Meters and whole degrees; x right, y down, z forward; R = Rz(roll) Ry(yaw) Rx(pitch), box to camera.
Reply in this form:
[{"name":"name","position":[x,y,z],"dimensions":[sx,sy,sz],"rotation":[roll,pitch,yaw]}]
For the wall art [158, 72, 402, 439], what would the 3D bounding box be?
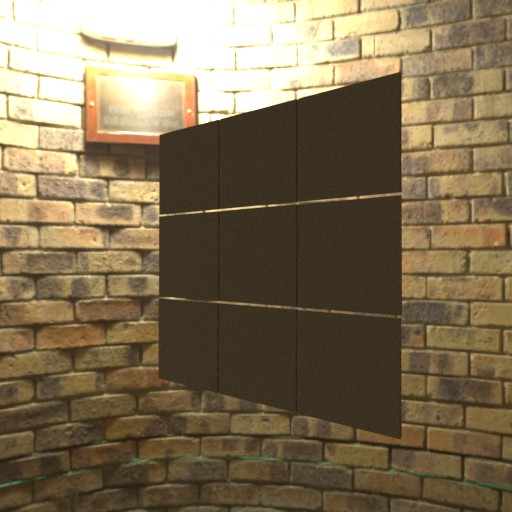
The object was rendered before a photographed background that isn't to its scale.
[{"name":"wall art","position":[0.000,0.000,1.391],"dimensions":[0.919,0.917,0.010],"rotation":[0,-1,38]}]
